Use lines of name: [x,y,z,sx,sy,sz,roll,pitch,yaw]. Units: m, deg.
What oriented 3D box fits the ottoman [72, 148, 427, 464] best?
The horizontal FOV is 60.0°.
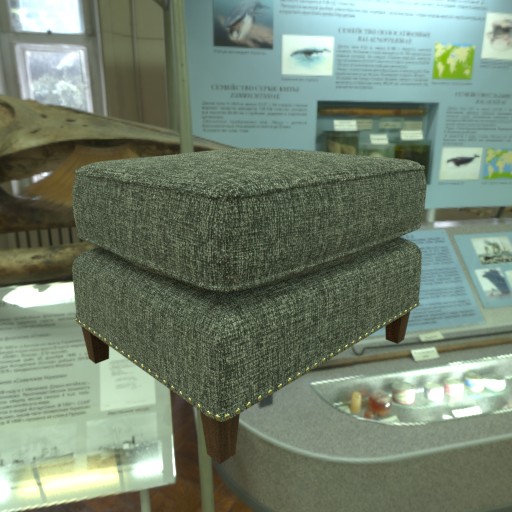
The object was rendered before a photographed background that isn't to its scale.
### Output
ottoman: [0.000,0.000,1.133,0.738,0.537,0.589,-16,23,-42]
